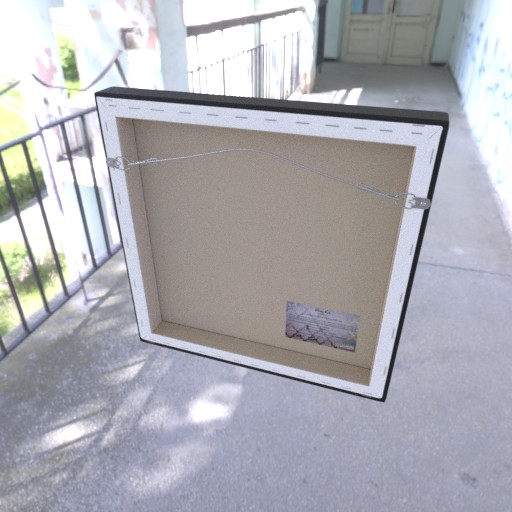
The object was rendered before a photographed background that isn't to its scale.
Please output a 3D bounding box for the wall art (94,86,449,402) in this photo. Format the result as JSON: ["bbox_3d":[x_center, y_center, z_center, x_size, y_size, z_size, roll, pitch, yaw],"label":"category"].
[{"bbox_3d":[0.000,0.000,0.602,0.406,0.407,0.041,10,34,16],"label":"wall art"}]
